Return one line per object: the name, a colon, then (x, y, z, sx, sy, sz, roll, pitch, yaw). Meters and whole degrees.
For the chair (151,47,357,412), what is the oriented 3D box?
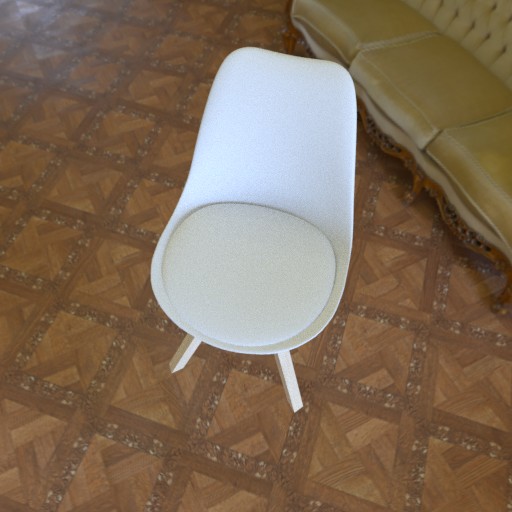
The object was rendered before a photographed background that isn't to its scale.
chair: (0.000, 0.000, 1.192, 0.485, 0.850, 0.550, 15, 58, 9)
